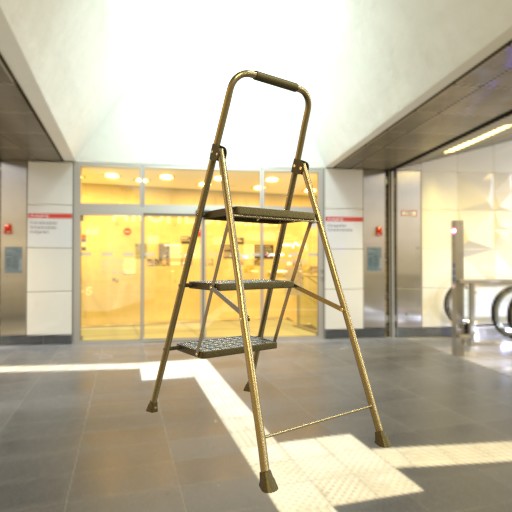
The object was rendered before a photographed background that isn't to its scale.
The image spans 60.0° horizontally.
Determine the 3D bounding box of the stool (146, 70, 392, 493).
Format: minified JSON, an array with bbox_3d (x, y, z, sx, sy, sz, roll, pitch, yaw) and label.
[{"bbox_3d":[0.000,0.000,1.470,0.473,1.121,0.733,1,-1,-36],"label":"stool"}]
